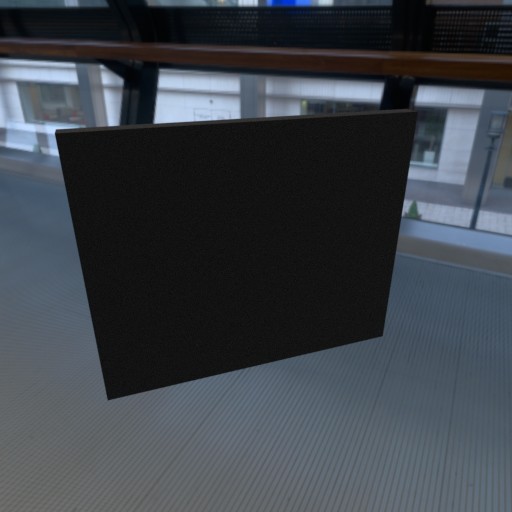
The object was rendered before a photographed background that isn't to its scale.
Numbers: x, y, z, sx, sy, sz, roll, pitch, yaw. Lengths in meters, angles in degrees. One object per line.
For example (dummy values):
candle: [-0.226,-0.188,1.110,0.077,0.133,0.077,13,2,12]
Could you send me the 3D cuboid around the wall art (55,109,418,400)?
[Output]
wall art: [0.000,0.000,0.766,0.558,0.457,0.031,-9,28,-17]
